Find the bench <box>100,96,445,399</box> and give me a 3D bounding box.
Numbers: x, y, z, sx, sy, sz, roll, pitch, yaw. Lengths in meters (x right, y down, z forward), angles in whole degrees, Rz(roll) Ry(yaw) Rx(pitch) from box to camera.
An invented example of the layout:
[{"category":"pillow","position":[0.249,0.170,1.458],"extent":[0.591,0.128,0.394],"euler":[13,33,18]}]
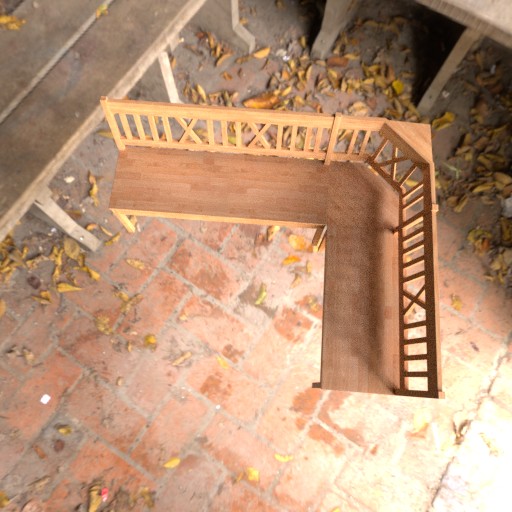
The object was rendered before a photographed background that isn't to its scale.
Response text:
[{"category":"bench","position":[0.000,0.000,2.780],"extent":[1.937,0.902,1.537],"euler":[4,74,1]}]
